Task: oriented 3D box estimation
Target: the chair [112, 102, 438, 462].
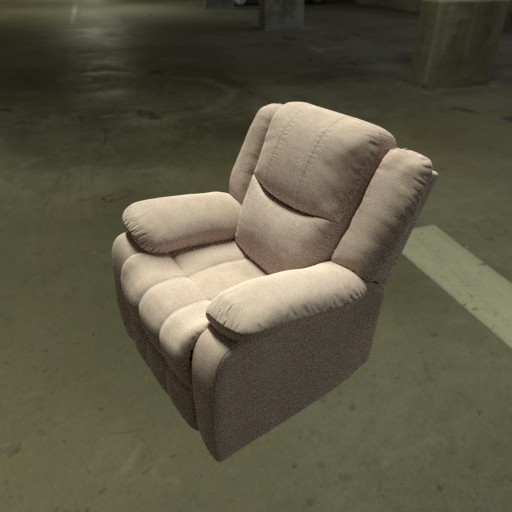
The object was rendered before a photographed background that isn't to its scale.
[{"bbox_3d":[0.000,0.000,1.711,0.944,1.008,0.899,-22,39,-29],"label":"chair"}]
